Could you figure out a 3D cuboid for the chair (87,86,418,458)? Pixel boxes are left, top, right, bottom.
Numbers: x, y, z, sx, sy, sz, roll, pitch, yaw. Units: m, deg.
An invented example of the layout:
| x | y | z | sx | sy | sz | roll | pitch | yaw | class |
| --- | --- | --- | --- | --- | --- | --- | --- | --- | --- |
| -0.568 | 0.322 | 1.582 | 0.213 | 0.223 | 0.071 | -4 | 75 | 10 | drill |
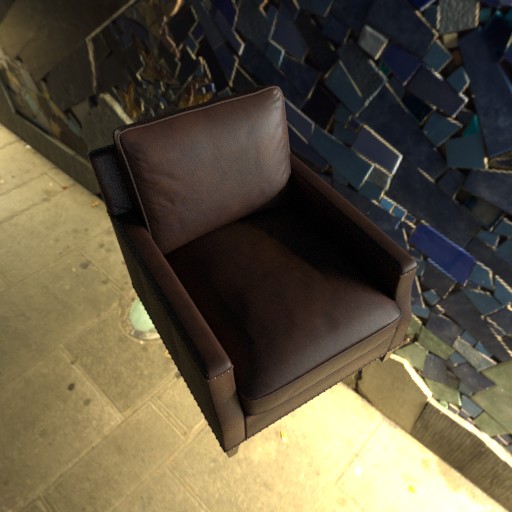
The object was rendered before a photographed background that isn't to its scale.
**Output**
| x | y | z | sx | sy | sz | roll | pitch | yaw | class |
| --- | --- | --- | --- | --- | --- | --- | --- | --- | --- |
| 0.000 | 0.000 | 1.724 | 0.853 | 0.929 | 1.014 | -24 | 51 | -21 | chair |
